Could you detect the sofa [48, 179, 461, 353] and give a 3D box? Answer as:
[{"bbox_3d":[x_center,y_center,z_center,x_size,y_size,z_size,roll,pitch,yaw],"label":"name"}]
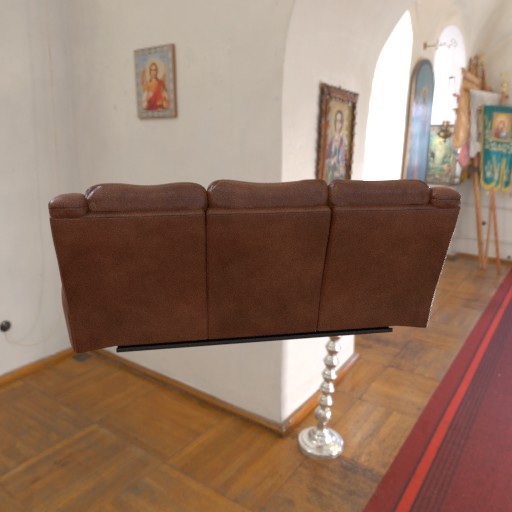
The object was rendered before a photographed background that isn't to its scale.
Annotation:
[{"bbox_3d":[0.000,0.000,2.878,2.337,1.043,0.991,-2,14,-10],"label":"sofa"}]
